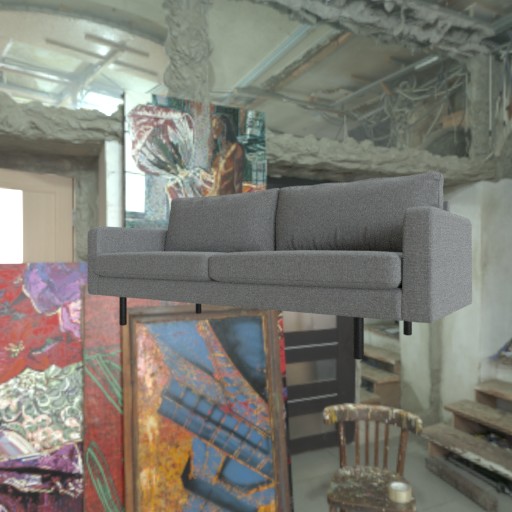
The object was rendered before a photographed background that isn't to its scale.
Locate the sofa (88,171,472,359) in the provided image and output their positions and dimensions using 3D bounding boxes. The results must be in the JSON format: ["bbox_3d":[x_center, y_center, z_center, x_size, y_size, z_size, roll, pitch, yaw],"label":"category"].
[{"bbox_3d":[0.000,0.000,2.635,2.200,0.880,0.880,0,0,36],"label":"sofa"}]
